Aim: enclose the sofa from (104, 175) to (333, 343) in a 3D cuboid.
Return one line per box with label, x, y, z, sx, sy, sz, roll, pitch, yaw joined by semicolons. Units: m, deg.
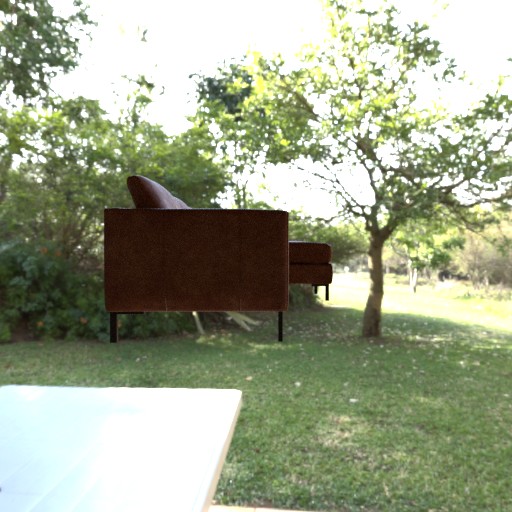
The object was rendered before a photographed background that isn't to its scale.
sofa;0.000;0.000;3.606;1.471;0.859;2.993;0;0;0
